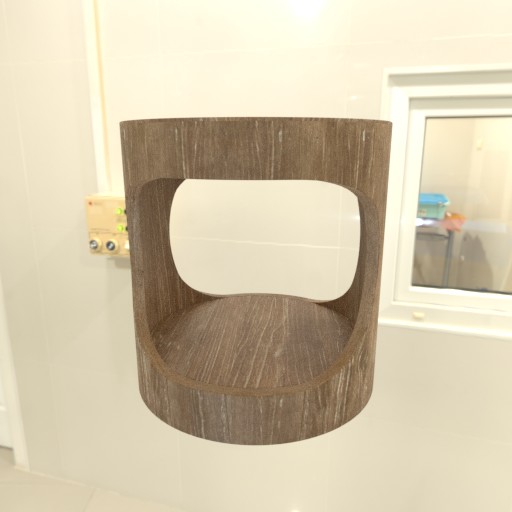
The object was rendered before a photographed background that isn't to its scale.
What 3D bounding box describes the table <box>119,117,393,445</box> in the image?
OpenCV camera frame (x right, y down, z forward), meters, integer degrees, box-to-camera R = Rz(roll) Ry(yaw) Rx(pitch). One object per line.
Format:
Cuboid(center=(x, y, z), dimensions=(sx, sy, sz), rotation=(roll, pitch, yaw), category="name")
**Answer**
Cuboid(center=(0.000, 0.000, 0.961), dimensions=(0.527, 0.551, 0.527), rotation=(0, 15, 0), category="table")
